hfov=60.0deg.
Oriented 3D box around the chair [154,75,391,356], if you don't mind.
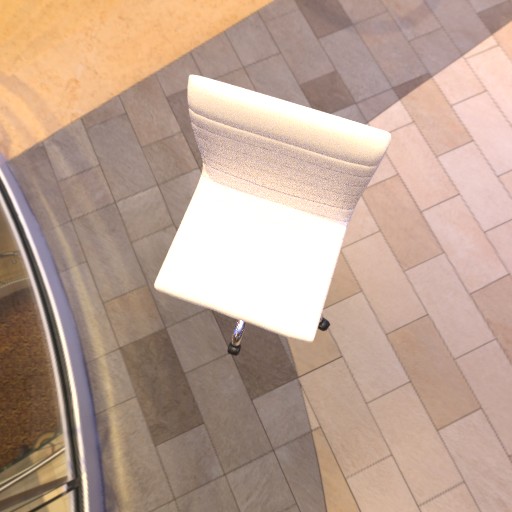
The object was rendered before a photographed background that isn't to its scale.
[{"bbox_3d":[0.000,0.000,1.081,0.520,0.750,0.455,18,75,5],"label":"chair"}]
